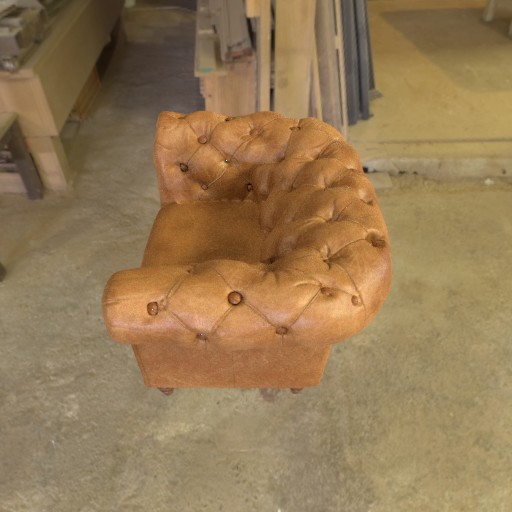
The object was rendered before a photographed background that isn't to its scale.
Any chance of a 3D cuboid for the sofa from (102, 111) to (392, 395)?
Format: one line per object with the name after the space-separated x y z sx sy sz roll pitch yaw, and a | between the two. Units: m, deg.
0.000 0.000 2.071 1.033 0.878 1.405 -1 43 -1 | sofa
